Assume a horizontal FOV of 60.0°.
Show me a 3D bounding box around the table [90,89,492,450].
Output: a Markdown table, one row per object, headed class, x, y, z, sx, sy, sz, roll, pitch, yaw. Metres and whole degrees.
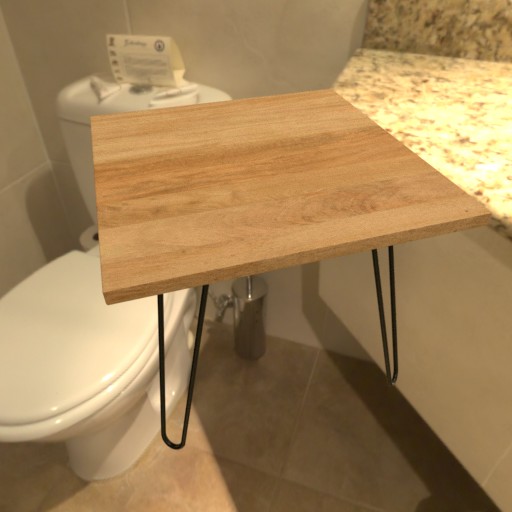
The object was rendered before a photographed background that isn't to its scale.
| class | x | y | z | sx | sy | sz | roll | pitch | yaw |
| --- | --- | --- | --- | --- | --- | --- | --- | --- | --- |
| table | 0.000 | 0.000 | 1.011 | 0.599 | 0.500 | 0.599 | -11 | 41 | -13 |
